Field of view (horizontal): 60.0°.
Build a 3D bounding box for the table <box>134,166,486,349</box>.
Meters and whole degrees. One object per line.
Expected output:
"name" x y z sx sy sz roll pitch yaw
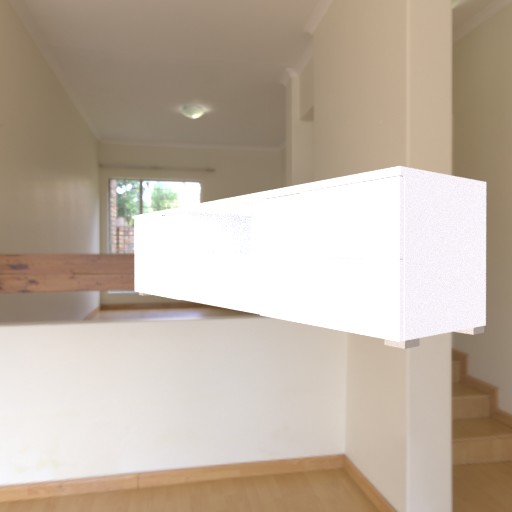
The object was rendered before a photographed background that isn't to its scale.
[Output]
"table" 0.000 0.000 1.790 0.390 0.420 1.650 0 0 -36
